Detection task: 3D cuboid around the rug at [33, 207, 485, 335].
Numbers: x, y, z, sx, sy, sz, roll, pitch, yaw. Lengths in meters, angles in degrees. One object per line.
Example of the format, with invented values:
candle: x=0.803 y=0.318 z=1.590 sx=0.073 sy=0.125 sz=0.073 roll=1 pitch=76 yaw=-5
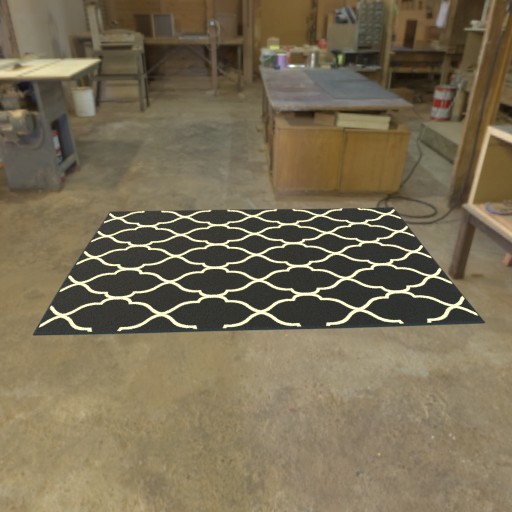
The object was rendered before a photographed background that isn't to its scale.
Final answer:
rug: x=0.000 y=0.000 z=2.889 sx=2.294 sy=0.014 sz=1.528 roll=-1 pitch=29 yaw=-2
